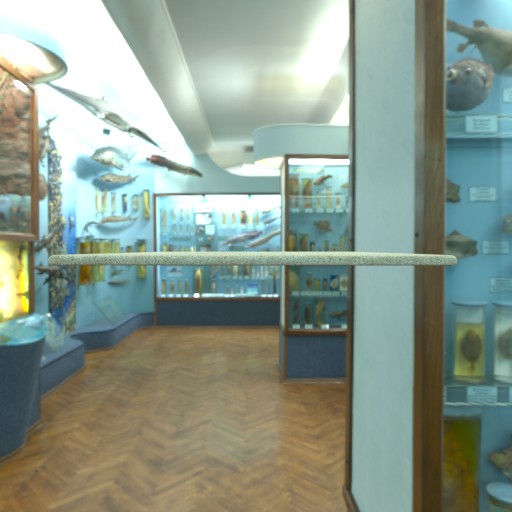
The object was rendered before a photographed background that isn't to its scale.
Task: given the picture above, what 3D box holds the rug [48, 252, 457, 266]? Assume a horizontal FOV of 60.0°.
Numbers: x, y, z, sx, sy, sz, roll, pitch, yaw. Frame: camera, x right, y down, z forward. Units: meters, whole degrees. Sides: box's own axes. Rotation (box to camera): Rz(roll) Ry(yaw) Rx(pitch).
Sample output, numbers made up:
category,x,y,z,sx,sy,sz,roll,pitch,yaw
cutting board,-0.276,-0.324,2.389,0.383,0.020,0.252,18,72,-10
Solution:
category,x,y,z,sx,sy,sz,roll,pitch,yaw
rug,0.000,0.000,3.362,2.009,0.048,2.528,0,1,1
